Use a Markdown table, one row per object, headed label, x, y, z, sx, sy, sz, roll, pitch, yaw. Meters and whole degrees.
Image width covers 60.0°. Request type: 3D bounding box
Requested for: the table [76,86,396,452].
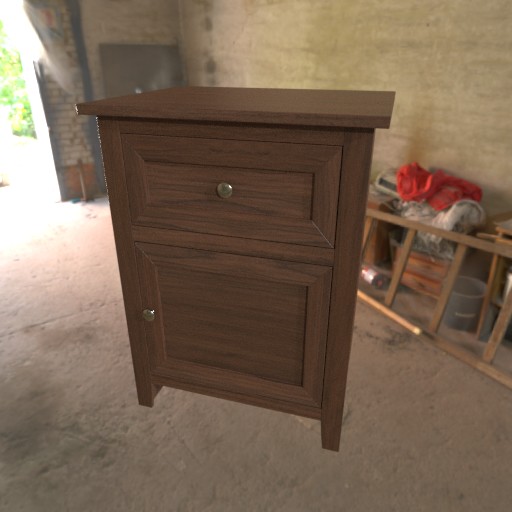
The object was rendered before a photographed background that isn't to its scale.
| label | x | y | z | sx | sy | sz | roll | pitch | yaw |
| --- | --- | --- | --- | --- | --- | --- | --- | --- | --- |
| table | 0.000 | 0.000 | 0.936 | 0.480 | 0.636 | 0.381 | 7 | 26 | 15 |
